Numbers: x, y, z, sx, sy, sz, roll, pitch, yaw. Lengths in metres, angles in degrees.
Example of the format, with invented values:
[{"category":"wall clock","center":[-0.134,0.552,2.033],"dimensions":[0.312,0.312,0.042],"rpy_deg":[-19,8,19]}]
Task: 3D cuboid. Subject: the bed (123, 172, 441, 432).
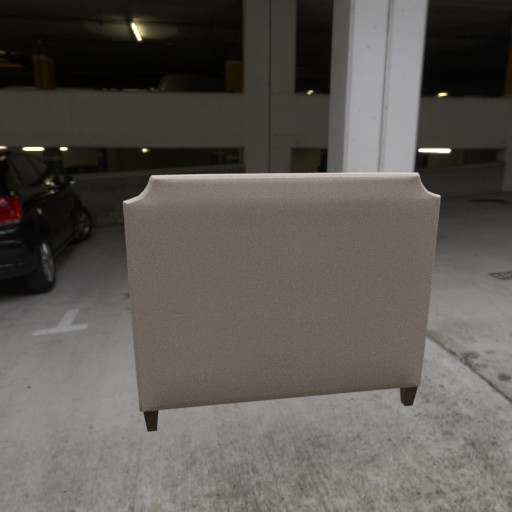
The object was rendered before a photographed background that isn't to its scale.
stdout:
[{"category":"bed","center":[0.000,0.000,3.561],"dimensions":[1.713,1.443,2.372],"rpy_deg":[-2,14,-9]}]
